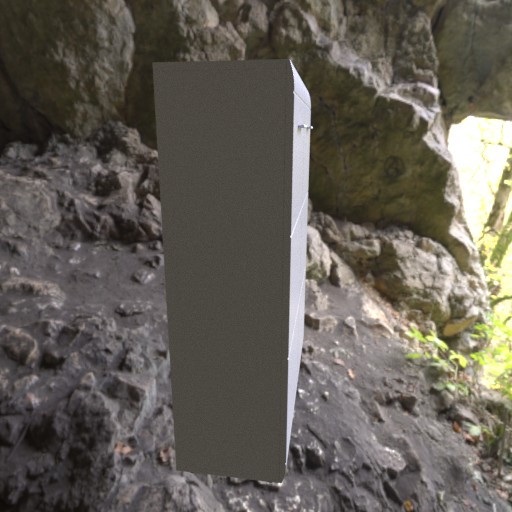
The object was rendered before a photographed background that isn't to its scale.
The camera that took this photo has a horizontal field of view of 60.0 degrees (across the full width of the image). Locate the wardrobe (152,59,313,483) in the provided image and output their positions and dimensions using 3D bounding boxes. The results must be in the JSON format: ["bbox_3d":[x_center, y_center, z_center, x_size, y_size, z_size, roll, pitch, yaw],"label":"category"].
[{"bbox_3d":[0.000,0.000,1.627,0.360,1.200,0.900,3,16,9],"label":"wardrobe"}]
